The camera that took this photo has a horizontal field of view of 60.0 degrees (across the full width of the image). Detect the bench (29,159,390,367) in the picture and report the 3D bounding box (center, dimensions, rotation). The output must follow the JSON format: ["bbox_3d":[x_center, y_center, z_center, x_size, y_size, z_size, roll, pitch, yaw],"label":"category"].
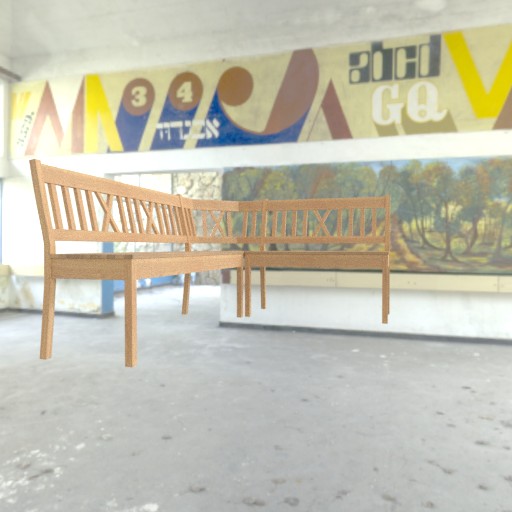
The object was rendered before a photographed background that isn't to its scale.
[{"bbox_3d":[0.000,0.000,2.700,1.537,0.902,1.937,0,1,18],"label":"bench"}]
